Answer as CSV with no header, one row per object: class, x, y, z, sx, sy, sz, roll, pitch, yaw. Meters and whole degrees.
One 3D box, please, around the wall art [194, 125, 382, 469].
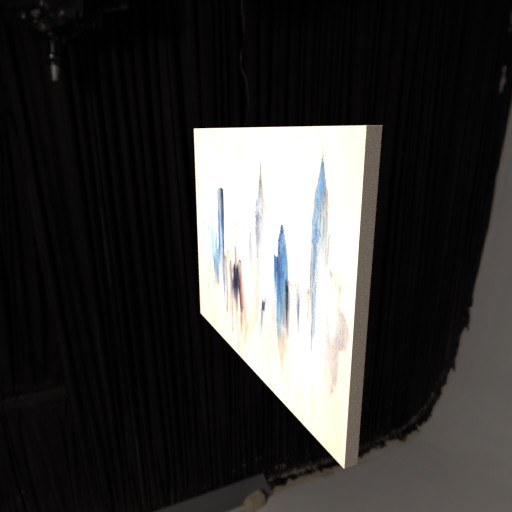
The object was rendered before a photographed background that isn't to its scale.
wall art,0.000,0.000,1.370,0.038,0.762,1.016,-7,17,-25
